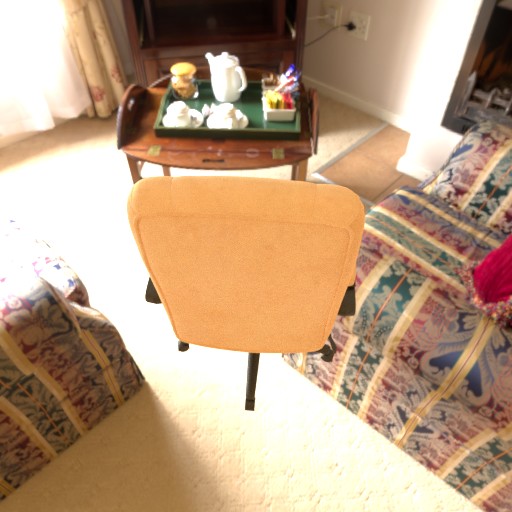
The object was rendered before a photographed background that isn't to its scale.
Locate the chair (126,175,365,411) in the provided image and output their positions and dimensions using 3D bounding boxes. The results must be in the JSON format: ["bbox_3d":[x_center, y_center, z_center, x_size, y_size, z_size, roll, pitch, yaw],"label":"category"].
[{"bbox_3d":[0.000,0.000,1.521,0.667,1.105,0.724,3,47,3],"label":"chair"}]
